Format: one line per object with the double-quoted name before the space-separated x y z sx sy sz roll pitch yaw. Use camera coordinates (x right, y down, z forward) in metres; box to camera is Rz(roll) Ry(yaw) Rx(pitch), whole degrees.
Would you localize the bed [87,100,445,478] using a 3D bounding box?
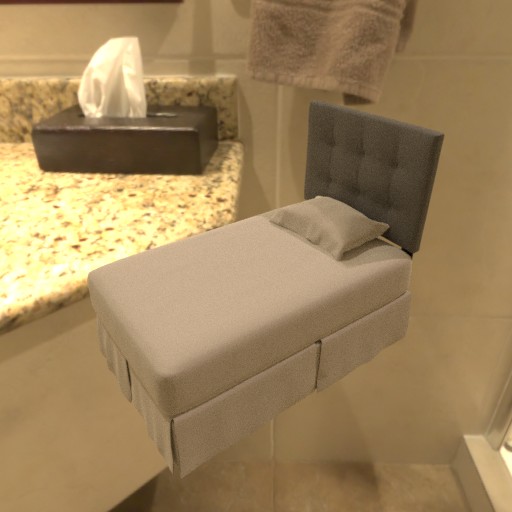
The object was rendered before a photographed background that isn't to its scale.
"bed" 0.000 0.000 2.934 1.997 1.571 1.261 -21 37 -30
